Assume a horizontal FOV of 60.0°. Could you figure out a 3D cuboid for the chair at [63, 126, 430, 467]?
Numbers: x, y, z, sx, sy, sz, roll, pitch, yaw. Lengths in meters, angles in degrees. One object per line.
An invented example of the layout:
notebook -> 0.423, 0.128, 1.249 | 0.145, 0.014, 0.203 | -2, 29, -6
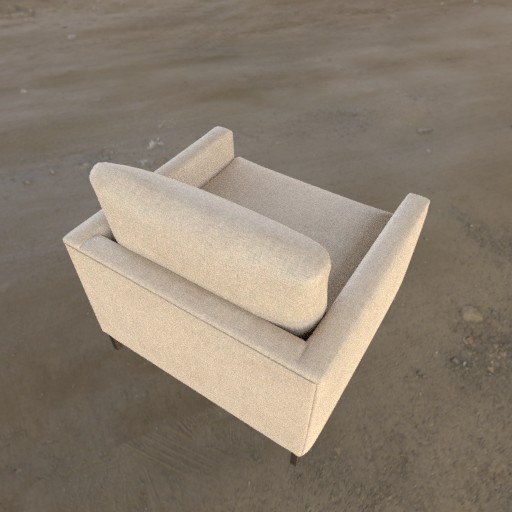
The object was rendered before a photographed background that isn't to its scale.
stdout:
chair -> 0.000, 0.000, 1.624 | 0.963, 0.861, 0.866 | 25, 51, 22
